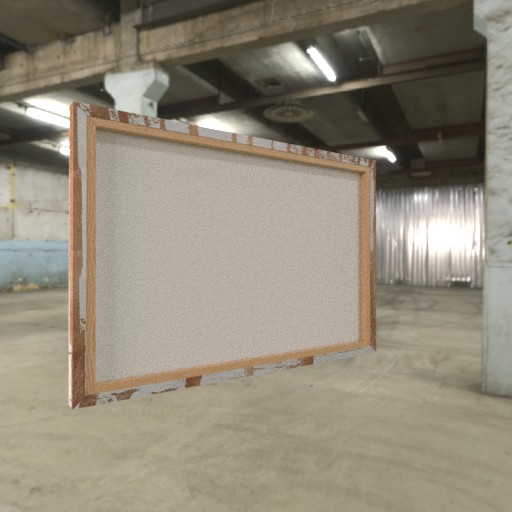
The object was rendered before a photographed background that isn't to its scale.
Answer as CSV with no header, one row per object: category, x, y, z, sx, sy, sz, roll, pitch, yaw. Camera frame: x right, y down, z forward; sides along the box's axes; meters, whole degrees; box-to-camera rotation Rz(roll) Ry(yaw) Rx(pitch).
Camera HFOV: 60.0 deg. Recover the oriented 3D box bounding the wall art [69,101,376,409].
wall art,0.000,0.000,1.156,0.914,0.609,0.035,0,0,-36
